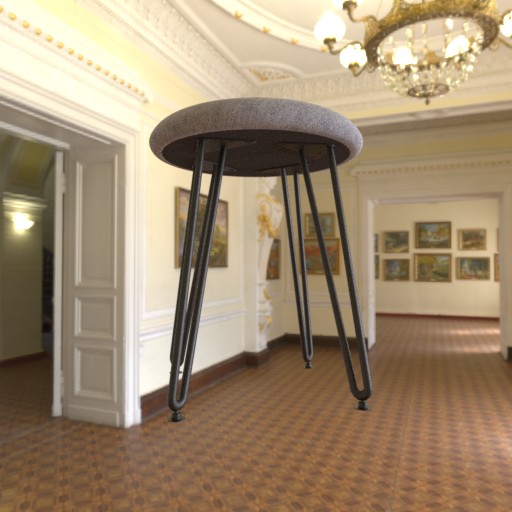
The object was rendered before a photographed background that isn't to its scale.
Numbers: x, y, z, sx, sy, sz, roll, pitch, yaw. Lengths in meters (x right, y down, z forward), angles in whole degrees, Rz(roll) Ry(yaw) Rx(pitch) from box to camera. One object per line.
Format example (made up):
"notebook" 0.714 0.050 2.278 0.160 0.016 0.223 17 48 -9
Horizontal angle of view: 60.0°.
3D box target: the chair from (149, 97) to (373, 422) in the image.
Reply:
"chair" 0.000 0.000 0.653 0.350 0.386 0.350 -1 -2 35
